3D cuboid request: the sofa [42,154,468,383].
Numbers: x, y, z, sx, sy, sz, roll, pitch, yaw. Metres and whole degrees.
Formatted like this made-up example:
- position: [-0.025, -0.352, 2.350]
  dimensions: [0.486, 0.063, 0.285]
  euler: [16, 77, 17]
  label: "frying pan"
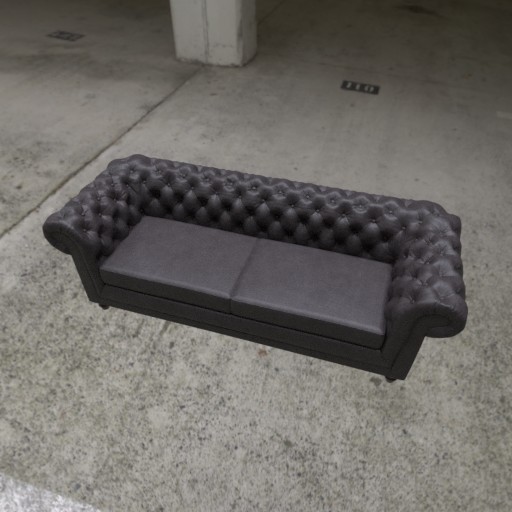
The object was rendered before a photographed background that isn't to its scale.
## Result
- position: [0.000, 0.000, 2.858]
  dimensions: [2.385, 0.783, 0.944]
  euler: [12, 43, 13]
  label: "sofa"
